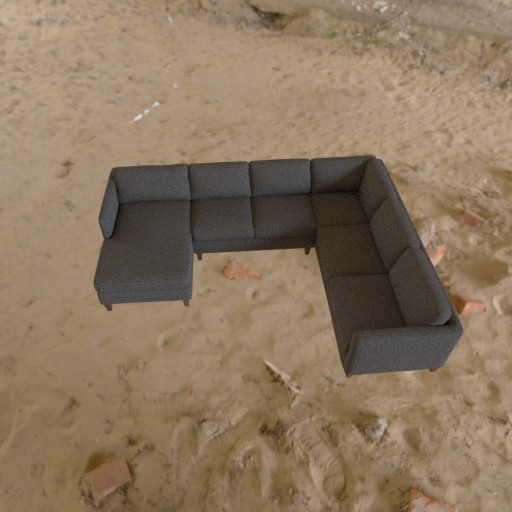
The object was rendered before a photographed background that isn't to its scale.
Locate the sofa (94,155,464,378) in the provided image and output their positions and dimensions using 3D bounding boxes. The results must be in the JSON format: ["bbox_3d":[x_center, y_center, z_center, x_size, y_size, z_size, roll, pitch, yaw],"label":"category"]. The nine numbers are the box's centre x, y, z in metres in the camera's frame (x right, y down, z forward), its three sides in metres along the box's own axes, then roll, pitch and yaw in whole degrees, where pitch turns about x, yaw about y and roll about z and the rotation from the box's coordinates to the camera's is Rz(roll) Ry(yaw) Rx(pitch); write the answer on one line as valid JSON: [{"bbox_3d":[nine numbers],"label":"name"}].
[{"bbox_3d":[0.000,0.000,4.557,3.238,0.853,2.551,-3,46,-3],"label":"sofa"}]
